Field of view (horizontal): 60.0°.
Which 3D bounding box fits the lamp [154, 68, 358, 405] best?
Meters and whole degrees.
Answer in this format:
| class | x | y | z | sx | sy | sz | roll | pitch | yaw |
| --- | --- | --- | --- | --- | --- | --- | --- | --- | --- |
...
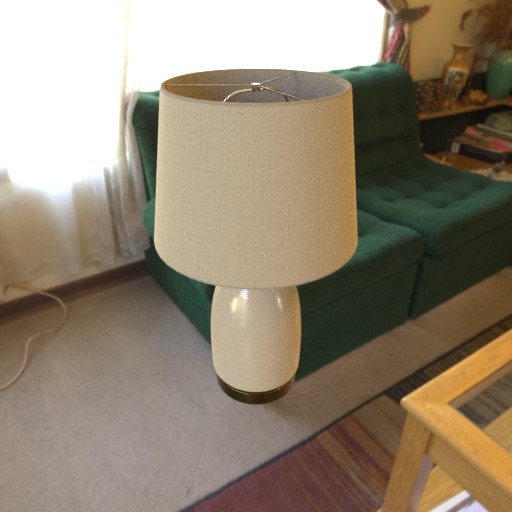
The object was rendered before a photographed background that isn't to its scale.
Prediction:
| class | x | y | z | sx | sy | sz | roll | pitch | yaw |
| --- | --- | --- | --- | --- | --- | --- | --- | --- | --- |
| lamp | 0.000 | 0.000 | 0.654 | 0.285 | 0.483 | 0.285 | 0 | 31 | 0 |
